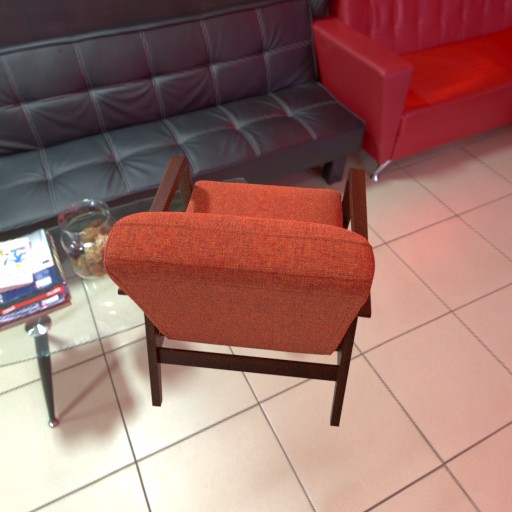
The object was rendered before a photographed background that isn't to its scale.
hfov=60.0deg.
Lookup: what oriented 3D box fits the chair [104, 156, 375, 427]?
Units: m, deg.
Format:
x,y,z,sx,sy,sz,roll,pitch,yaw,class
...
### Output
x,y,z,sx,sy,sz,roll,pitch,yaw,class
0.000,0.000,1.508,0.719,0.890,0.860,5,48,4,chair
